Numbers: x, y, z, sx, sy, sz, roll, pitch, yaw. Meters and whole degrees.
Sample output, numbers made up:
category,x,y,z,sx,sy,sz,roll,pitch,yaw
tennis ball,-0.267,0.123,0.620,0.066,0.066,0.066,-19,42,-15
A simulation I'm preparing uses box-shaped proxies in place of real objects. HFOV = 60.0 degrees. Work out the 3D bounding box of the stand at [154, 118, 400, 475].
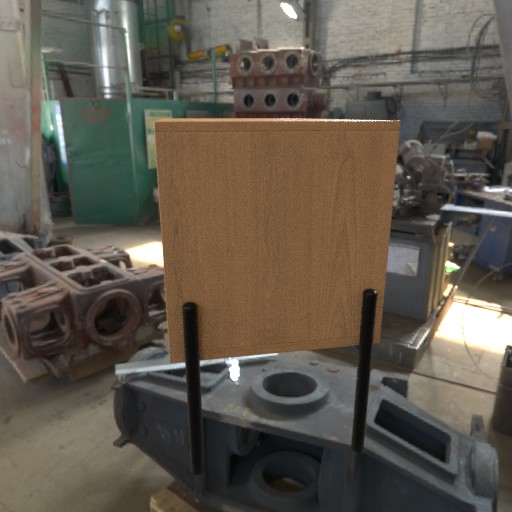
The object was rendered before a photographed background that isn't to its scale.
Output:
category,x,y,z,sx,sy,sz,roll,pitch,yaw
stand,0.000,0.000,1.019,0.400,0.600,0.630,-3,18,-10
